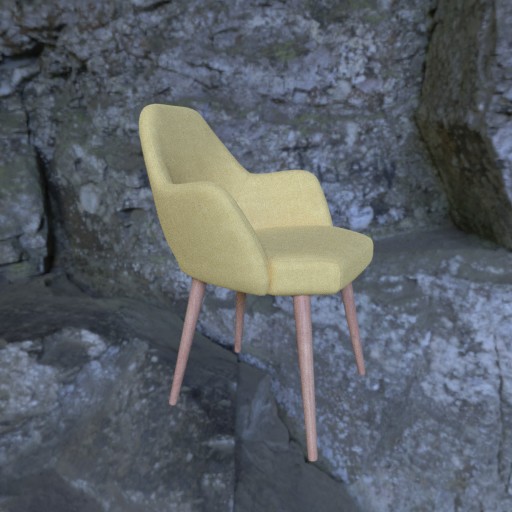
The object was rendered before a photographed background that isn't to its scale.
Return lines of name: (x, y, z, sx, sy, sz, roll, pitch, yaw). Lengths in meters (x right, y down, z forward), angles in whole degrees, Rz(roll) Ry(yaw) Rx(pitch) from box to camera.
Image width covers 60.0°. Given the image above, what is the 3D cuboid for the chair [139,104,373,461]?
chair: (0.000, 0.000, 1.271, 0.610, 0.840, 0.590, 7, 16, 26)
